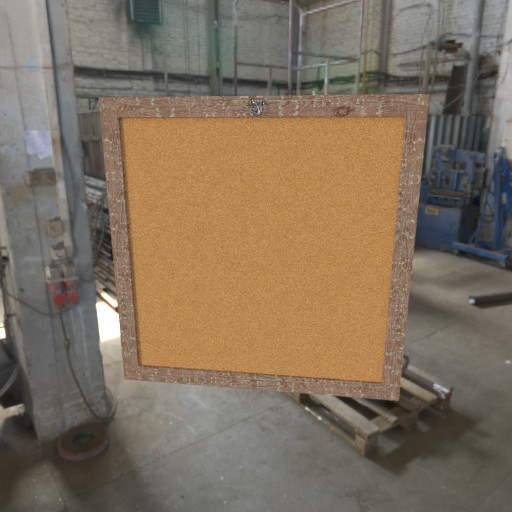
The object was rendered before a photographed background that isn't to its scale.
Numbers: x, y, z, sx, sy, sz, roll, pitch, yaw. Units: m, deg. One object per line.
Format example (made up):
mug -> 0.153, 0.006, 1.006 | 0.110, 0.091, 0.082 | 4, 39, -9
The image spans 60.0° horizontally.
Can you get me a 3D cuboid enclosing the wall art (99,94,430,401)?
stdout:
wall art -> 0.000, 0.000, 0.559 | 0.380, 0.380, 0.022 | 2, 16, 8
